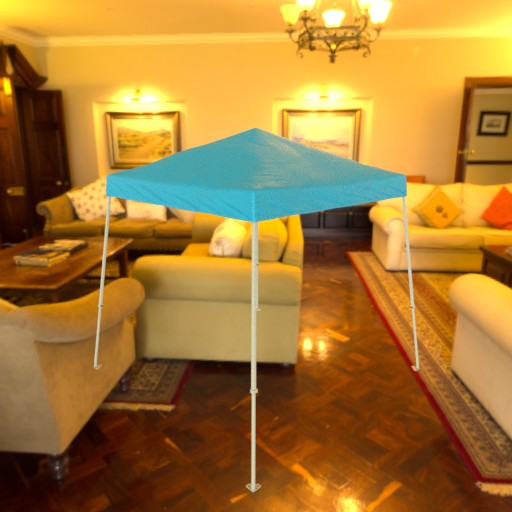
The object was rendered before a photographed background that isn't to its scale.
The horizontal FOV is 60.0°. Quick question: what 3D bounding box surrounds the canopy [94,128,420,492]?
[{"bbox_3d":[0.000,0.000,5.123,2.849,2.850,2.850,-14,20,-43],"label":"canopy"}]
